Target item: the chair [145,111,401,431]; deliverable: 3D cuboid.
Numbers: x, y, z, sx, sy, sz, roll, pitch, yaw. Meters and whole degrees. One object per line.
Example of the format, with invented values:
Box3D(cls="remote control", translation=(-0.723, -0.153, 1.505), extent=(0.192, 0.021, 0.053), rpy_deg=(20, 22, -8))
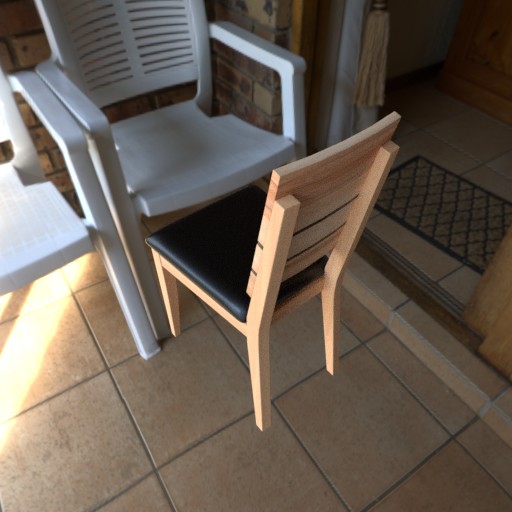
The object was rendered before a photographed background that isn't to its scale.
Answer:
Box3D(cls="chair", translation=(0.000, 0.000, 1.216), extent=(0.410, 0.940, 0.520), rpy_deg=(-30, 53, -26))
